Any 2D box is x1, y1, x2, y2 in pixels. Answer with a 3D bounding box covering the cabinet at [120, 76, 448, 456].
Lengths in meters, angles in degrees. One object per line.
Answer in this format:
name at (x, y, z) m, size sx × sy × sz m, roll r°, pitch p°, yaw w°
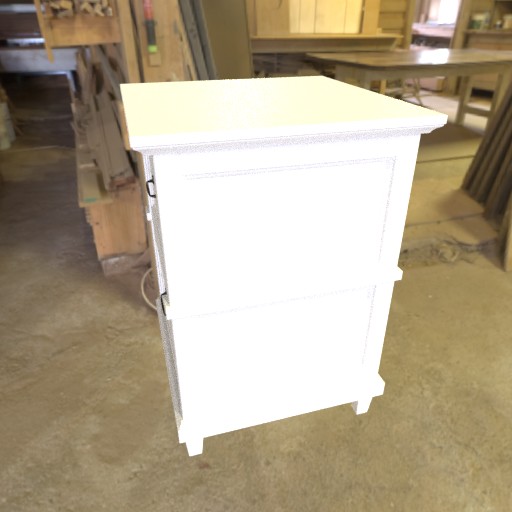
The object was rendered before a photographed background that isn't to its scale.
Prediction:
cabinet at (0.000, 0.000, 1.131) m, size 0.547 × 0.775 × 0.544 m, roll -8°, pitch 30°, yaw -14°
